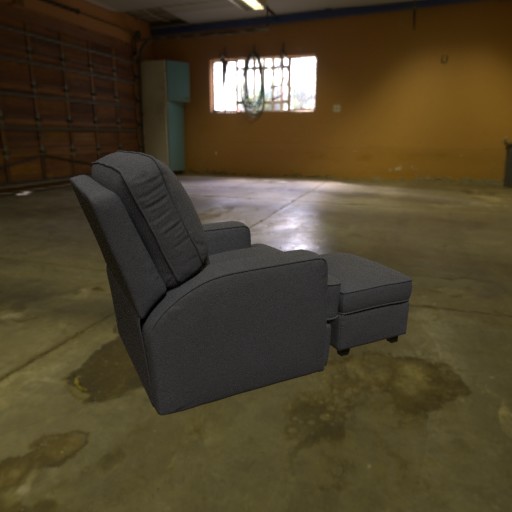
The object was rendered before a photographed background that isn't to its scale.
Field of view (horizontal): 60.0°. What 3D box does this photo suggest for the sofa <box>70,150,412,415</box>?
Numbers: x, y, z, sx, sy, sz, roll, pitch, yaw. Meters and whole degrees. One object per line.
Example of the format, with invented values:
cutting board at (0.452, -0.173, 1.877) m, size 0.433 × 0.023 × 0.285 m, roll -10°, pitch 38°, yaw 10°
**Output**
sofa at (0.000, 0.000, 2.047) m, size 1.472 × 0.959 × 0.861 m, roll -8°, pitch 17°, yaw -26°
